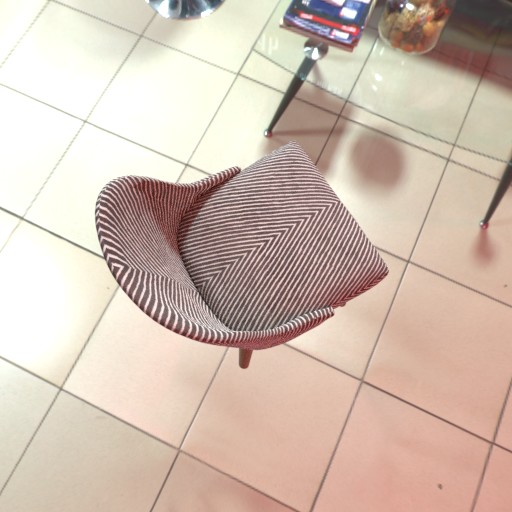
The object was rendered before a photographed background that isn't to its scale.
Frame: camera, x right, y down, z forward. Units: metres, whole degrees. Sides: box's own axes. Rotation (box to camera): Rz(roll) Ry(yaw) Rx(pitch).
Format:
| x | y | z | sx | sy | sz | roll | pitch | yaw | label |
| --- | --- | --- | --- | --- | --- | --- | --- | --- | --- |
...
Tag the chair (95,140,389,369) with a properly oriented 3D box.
| x | y | z | sx | sy | sz | roll | pitch | yaw | label |
| --- | --- | --- | --- | --- | --- | --- | --- | --- | --- |
| 0.000 | 0.000 | 1.232 | 0.591 | 0.883 | 0.504 | -31 | 76 | -8 | chair |
